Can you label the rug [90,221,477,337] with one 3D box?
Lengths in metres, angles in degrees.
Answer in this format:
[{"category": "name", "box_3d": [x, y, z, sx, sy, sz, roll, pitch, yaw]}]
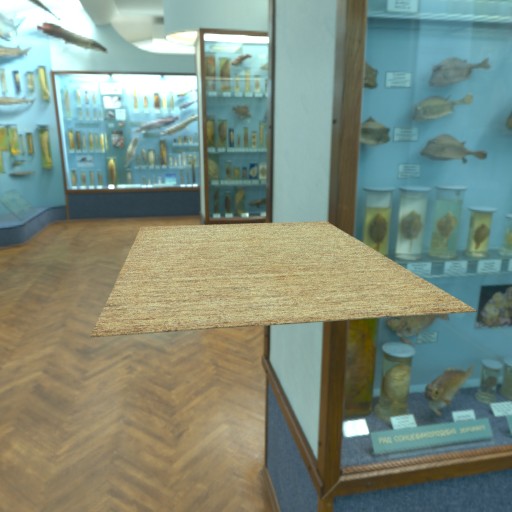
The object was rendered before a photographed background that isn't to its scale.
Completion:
[{"category": "rug", "box_3d": [0.000, 0.000, 4.253, 2.438, 0.012, 3.200, -2, 15, -9]}]
